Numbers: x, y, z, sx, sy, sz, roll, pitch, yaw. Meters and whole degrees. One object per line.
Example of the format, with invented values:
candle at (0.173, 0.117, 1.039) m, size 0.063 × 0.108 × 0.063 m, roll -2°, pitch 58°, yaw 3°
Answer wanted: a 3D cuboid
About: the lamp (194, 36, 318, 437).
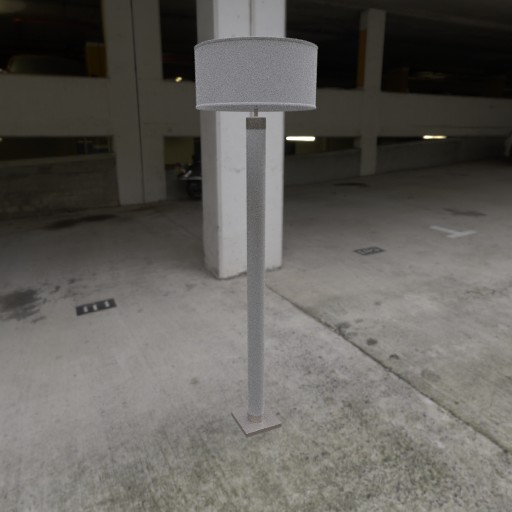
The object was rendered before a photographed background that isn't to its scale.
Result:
lamp at (0.000, 0.000, 1.702) m, size 0.420 × 1.475 × 0.420 m, roll -7°, pitch 17°, yaw -24°
